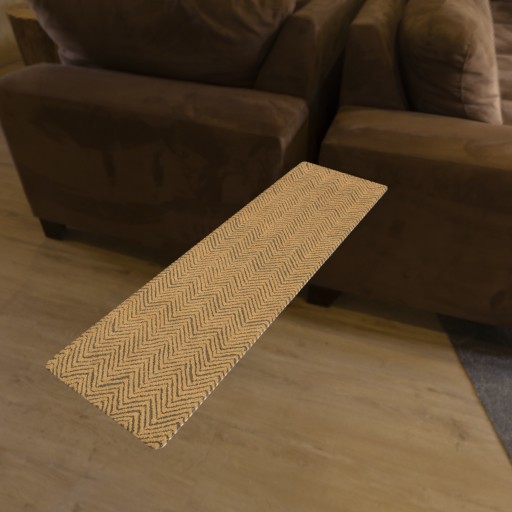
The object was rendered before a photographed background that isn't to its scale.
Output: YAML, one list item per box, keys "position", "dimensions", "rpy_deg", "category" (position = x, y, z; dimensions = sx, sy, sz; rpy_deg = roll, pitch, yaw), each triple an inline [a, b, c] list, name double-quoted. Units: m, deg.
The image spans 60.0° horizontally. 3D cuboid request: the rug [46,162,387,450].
- position: [0.000, 0.000, 2.503]
  dimensions: [0.686, 0.008, 2.286]
  rpy_deg: [23, 45, 26]
  category: "rug"
